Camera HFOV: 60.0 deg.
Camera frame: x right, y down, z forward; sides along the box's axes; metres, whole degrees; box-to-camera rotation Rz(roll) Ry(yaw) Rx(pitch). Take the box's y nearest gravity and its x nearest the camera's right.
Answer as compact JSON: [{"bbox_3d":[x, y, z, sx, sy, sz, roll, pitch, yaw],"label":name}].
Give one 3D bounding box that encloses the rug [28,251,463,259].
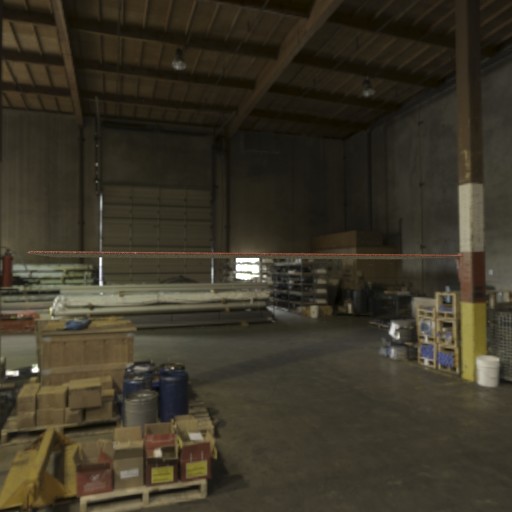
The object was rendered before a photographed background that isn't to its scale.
[{"bbox_3d":[0.000,0.000,2.759,2.471,0.013,0.914,1,-2,-19],"label":"rug"}]
